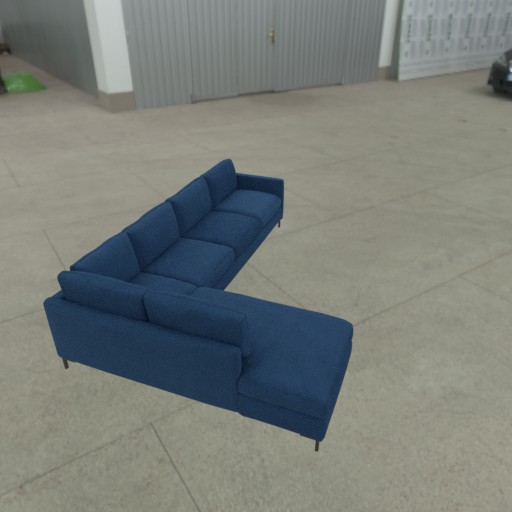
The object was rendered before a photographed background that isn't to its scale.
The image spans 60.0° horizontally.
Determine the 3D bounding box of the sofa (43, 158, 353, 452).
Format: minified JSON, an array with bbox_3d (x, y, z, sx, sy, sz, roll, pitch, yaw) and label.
[{"bbox_3d":[0.000,0.000,3.955,2.007,0.815,2.949,11,32,18],"label":"sofa"}]
